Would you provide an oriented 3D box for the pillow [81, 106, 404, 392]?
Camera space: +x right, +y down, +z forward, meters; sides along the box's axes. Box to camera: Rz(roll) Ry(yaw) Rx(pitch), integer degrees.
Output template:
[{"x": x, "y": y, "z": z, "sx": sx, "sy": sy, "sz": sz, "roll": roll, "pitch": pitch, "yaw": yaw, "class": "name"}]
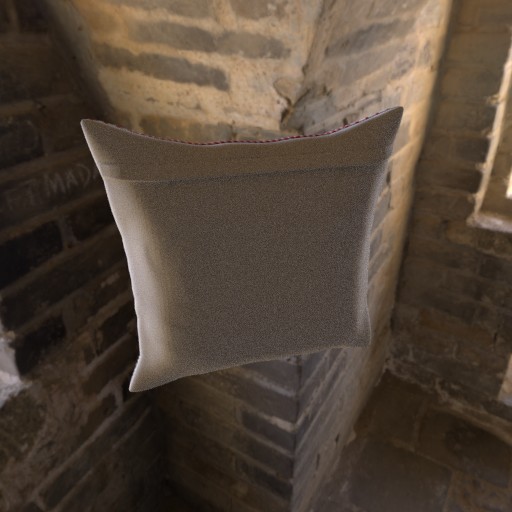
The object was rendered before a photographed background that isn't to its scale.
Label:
[{"x": 0.000, "y": 0.000, "z": 0.722, "sx": 0.463, "sy": 0.454, "sz": 0.160, "roll": -7, "pitch": 28, "yaw": -14, "class": "pillow"}]
